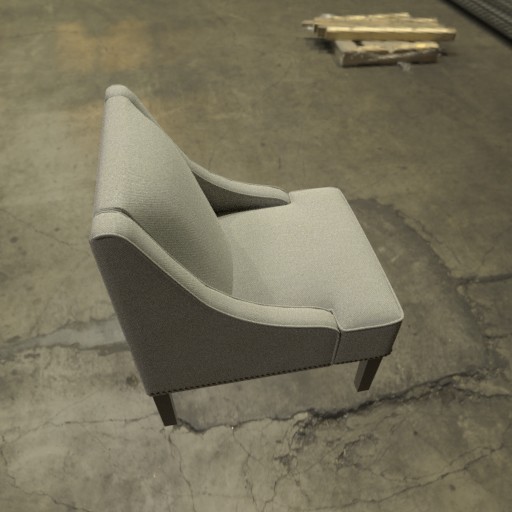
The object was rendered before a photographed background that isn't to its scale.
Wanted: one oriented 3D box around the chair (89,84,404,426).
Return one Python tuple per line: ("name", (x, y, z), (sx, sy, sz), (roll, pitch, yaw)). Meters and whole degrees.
("chair", (0.000, 0.000, 1.369), (0.748, 0.872, 0.628), (-8, 47, -7))
